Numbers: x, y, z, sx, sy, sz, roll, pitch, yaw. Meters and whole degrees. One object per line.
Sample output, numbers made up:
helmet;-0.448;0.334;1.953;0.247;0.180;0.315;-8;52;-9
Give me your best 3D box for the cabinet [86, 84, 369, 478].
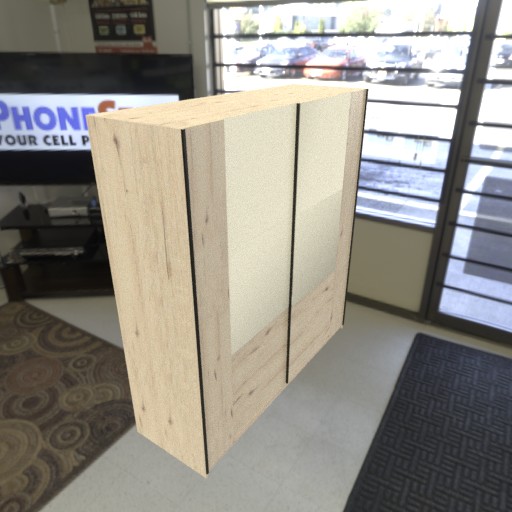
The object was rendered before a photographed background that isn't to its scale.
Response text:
cabinet;0.000;0.000;3.244;0.660;2.180;2.000;17;31;31
